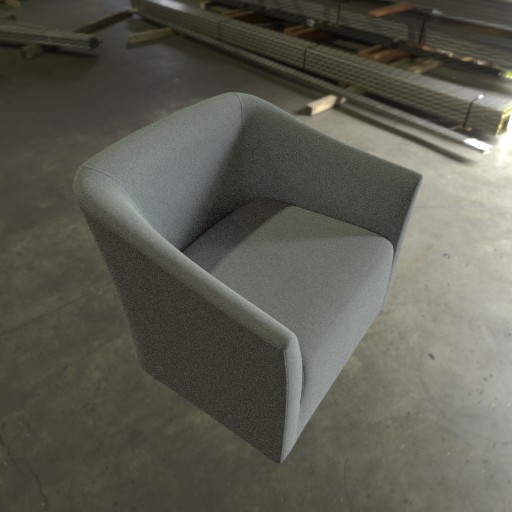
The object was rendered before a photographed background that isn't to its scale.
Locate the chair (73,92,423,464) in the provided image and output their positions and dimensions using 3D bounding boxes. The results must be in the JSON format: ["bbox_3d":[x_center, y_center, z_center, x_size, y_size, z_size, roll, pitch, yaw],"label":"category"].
[{"bbox_3d":[0.000,0.000,1.366,0.700,0.720,0.790,24,46,26],"label":"chair"}]
